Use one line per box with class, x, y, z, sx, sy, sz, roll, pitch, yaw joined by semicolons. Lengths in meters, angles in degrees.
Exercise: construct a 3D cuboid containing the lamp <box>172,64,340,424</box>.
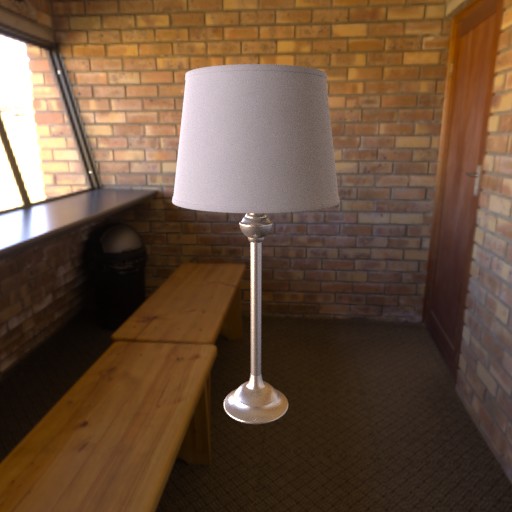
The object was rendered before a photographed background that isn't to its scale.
lamp;0.000;0.000;0.918;0.331;0.698;0.331;0;15;0
